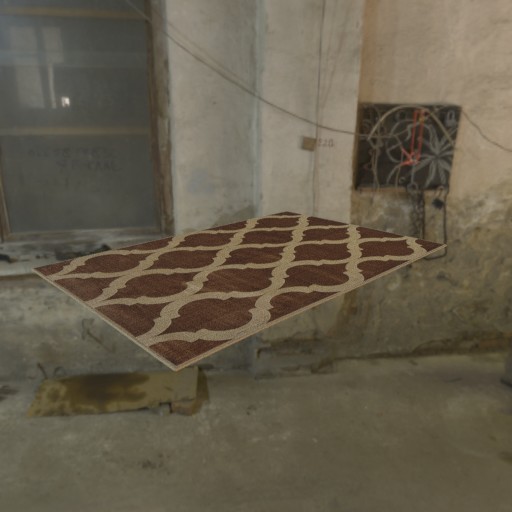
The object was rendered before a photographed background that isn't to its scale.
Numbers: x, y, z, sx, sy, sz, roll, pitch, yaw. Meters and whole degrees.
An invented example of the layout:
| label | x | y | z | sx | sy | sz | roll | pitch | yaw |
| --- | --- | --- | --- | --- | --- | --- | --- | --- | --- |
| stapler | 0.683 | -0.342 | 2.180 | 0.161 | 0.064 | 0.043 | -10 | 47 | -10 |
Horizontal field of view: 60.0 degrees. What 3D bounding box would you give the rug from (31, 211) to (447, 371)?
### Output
| label | x | y | z | sx | sy | sz | roll | pitch | yaw |
| --- | --- | --- | --- | --- | --- | --- | --- | --- | --- |
| rug | 0.000 | 0.000 | 2.889 | 2.290 | 0.014 | 1.526 | -17 | 25 | -41 |
